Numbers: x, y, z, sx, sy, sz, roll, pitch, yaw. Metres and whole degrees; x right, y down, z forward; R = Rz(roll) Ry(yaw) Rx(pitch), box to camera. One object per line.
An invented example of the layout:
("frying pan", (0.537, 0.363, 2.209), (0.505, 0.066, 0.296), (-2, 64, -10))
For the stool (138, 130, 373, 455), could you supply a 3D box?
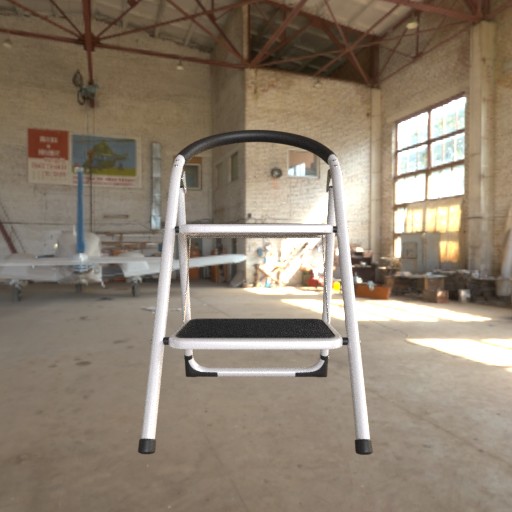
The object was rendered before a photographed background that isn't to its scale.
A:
("stool", (0.000, 0.000, 1.106), (0.453, 0.760, 0.559), (0, 1, 0))
